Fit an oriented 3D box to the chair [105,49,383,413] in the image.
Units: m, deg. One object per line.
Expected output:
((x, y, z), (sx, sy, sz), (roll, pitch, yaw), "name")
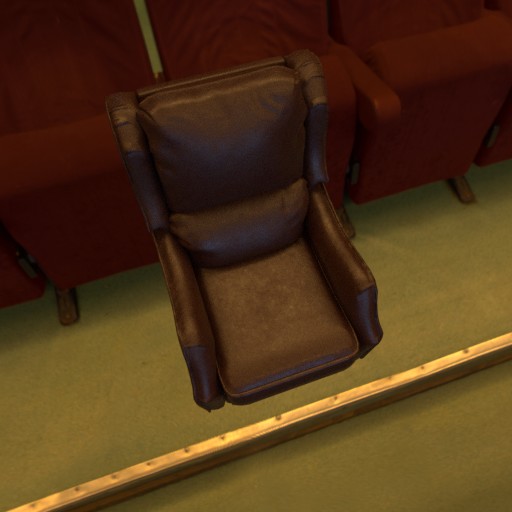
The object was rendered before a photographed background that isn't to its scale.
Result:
((0.000, 0.000, 1.741), (0.770, 1.132, 0.982), (-17, 64, -9), "chair")
